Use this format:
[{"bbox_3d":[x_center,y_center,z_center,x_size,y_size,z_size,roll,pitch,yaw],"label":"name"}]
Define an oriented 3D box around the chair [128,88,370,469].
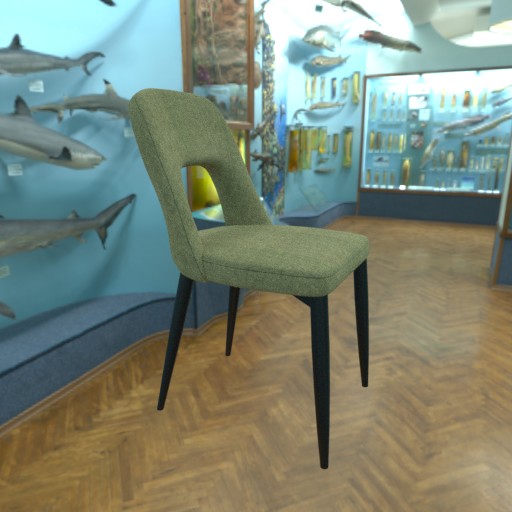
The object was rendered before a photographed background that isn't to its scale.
[{"bbox_3d":[0.000,0.000,1.289,0.612,0.931,0.470,8,17,26],"label":"chair"}]
